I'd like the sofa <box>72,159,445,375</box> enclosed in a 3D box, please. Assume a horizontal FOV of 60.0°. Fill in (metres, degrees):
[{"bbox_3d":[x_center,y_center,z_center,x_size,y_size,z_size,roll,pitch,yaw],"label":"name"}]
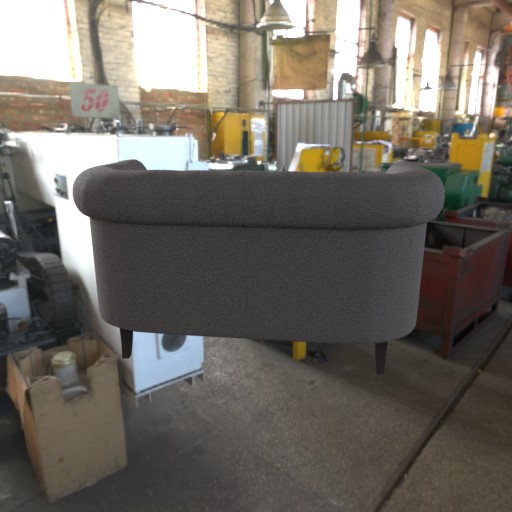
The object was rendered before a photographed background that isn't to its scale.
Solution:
[{"bbox_3d":[0.000,0.000,2.028,1.558,0.827,0.835,2,16,7],"label":"sofa"}]
